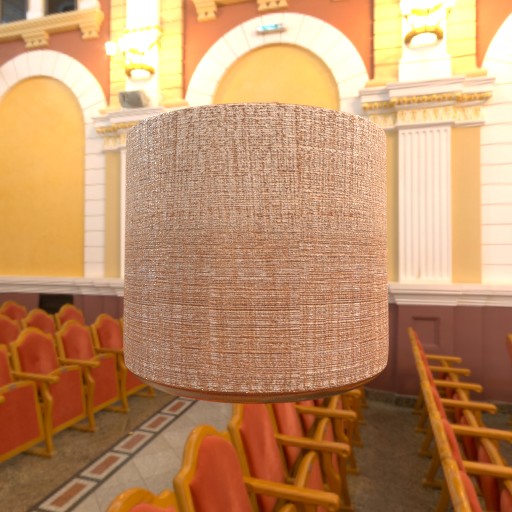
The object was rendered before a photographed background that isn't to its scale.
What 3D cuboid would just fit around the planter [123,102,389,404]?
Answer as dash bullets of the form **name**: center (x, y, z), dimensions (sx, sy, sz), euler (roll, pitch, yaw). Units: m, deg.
- **planter**: center (0.000, 0.000, 0.309), dimensions (0.177, 0.157, 0.177), euler (0, 0, 0)
